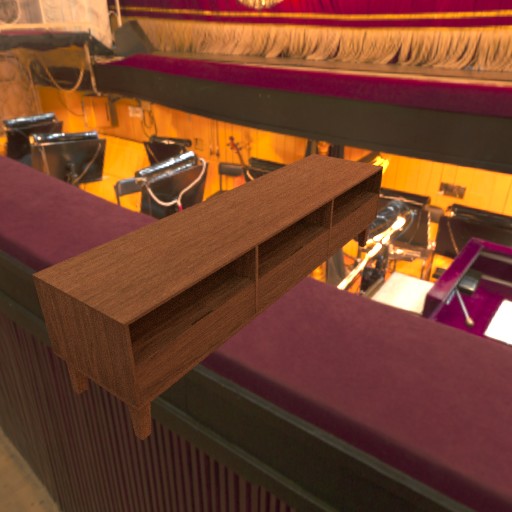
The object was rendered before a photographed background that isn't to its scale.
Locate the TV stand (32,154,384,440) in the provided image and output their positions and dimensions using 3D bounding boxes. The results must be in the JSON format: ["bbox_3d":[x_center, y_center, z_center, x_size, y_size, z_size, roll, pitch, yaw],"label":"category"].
[{"bbox_3d":[0.000,0.000,1.686,0.366,0.409,1.482,19,33,31],"label":"TV stand"}]
